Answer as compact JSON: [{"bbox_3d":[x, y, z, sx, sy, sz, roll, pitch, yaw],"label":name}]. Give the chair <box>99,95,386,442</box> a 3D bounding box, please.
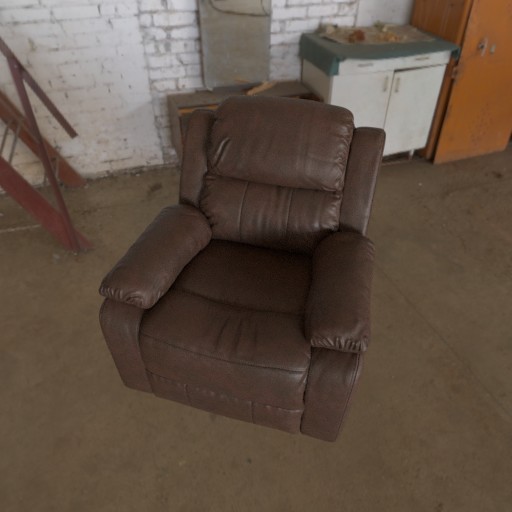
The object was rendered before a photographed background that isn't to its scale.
[{"bbox_3d":[0.000,0.000,1.267,0.680,0.702,0.707,11,41,12],"label":"chair"}]
